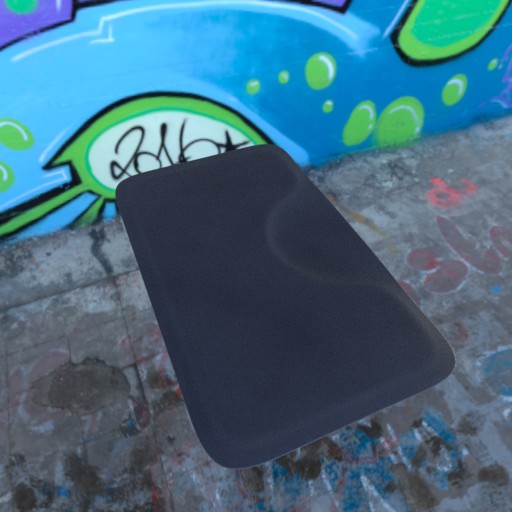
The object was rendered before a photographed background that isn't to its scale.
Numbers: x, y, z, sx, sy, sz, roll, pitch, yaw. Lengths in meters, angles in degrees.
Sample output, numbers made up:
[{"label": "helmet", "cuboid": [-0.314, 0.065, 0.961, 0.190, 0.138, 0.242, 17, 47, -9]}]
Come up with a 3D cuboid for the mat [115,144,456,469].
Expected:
[{"label": "mat", "cuboid": [0.000, 0.000, 1.832, 0.918, 0.013, 1.524, -18, 49, -16]}]
